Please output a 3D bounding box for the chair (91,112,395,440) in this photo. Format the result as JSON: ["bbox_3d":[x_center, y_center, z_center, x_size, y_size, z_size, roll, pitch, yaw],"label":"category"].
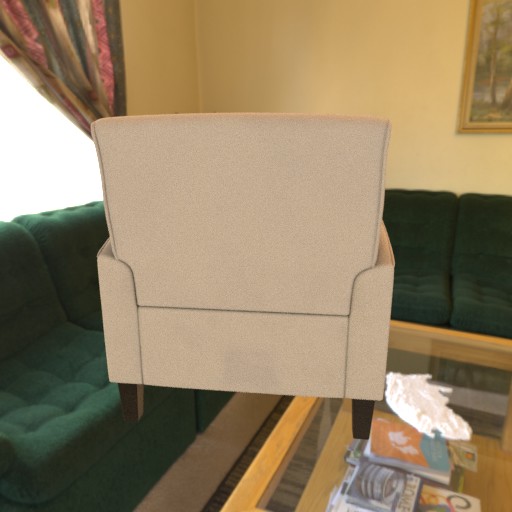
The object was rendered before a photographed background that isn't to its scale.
[{"bbox_3d":[0.000,0.000,1.544,0.820,0.915,0.821,2,15,7],"label":"chair"}]
